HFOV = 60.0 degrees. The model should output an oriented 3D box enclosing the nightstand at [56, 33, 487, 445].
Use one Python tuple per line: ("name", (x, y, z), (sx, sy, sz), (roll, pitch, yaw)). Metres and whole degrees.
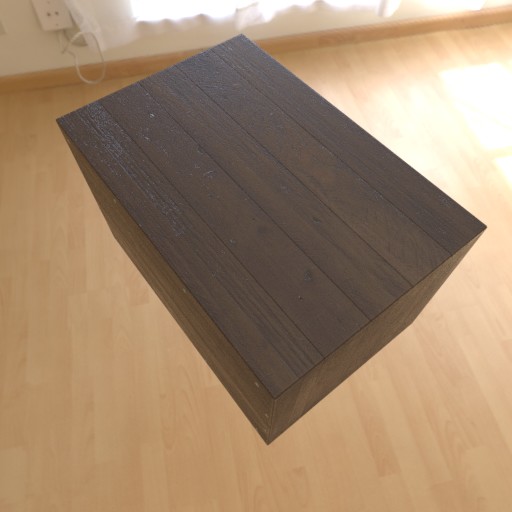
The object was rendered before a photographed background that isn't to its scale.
("nightstand", (0.000, 0.000, 1.024), (0.450, 0.599, 0.650), (-34, 65, -18))
